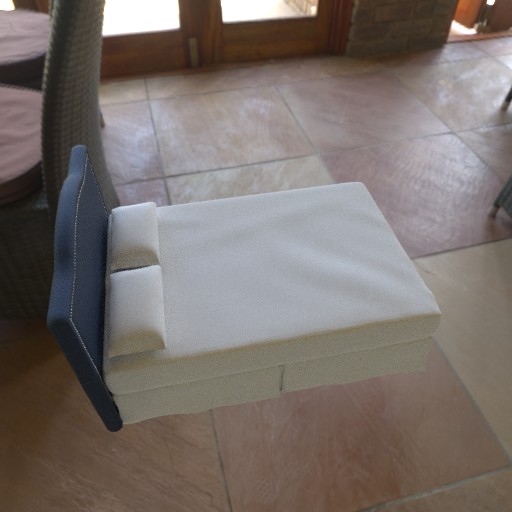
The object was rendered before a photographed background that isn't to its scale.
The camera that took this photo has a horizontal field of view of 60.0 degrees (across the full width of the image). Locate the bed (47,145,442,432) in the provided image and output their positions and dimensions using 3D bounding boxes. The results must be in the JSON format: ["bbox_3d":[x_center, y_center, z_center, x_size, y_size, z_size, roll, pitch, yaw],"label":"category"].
[{"bbox_3d":[0.000,0.000,3.424,2.507,1.441,1.741,-8,47,-8],"label":"bed"}]
